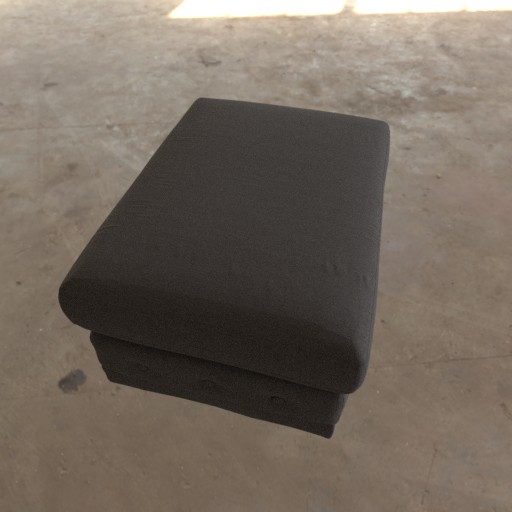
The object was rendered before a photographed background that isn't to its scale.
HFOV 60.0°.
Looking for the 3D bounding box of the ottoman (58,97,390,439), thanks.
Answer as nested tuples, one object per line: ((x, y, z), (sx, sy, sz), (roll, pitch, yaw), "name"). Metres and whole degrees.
((0.000, 0.000, 1.131), (0.569, 0.500, 0.771), (11, 47, 10), "ottoman")
